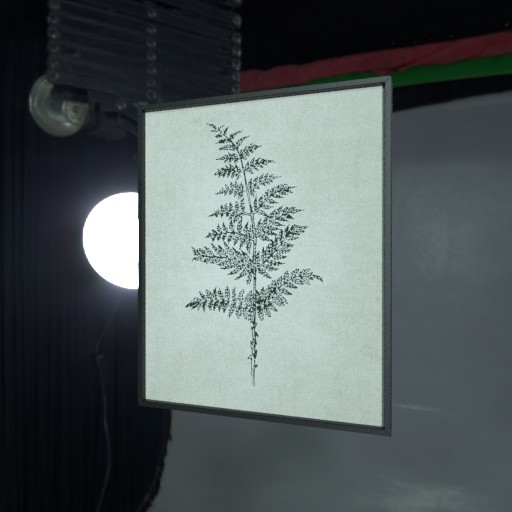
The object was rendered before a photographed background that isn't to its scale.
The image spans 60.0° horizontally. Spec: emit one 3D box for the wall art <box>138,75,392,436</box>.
[{"bbox_3d":[0.000,0.000,0.768,0.449,0.555,0.039,0,0,18],"label":"wall art"}]
